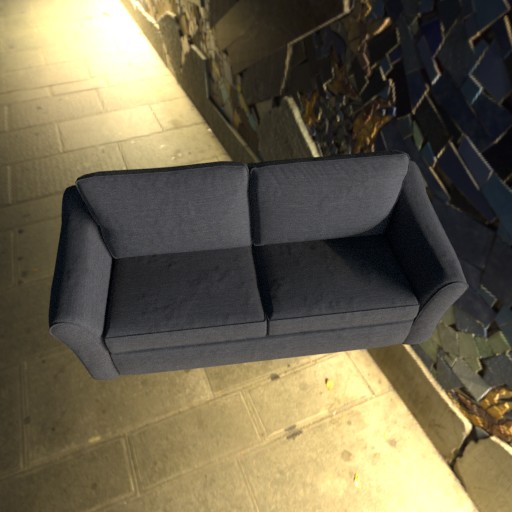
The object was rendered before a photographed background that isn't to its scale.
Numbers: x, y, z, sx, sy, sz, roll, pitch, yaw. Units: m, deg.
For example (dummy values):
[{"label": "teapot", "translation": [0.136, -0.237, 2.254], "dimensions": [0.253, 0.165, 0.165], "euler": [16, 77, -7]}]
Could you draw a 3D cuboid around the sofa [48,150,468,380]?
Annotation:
[{"label": "sofa", "translation": [0.000, 0.000, 2.689], "dimensions": [2.270, 0.950, 0.971], "euler": [-5, 45, -5]}]
